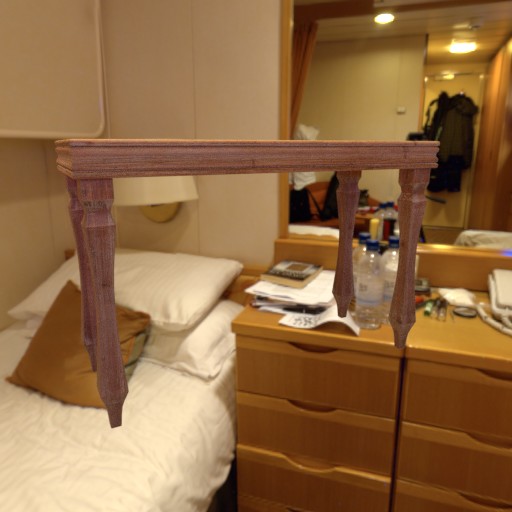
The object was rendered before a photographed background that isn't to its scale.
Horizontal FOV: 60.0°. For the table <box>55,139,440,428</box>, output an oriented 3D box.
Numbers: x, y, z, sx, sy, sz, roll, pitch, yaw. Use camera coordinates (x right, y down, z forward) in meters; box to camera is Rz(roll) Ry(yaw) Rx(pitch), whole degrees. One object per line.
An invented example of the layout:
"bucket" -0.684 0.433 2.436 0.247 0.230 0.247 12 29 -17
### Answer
"table" 0.000 0.000 1.740 1.330 0.873 0.522 -7 16 -27
